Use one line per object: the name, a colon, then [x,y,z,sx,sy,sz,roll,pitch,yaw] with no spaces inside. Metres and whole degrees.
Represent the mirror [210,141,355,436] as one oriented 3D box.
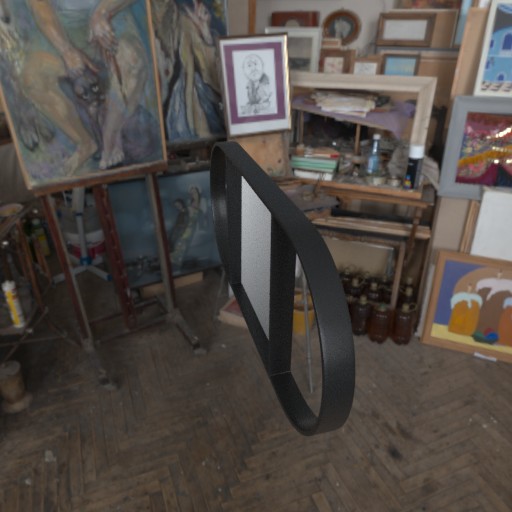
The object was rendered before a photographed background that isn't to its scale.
mirror: [0.000,0.000,0.665,0.032,0.254,0.584,-8,30,-14]
